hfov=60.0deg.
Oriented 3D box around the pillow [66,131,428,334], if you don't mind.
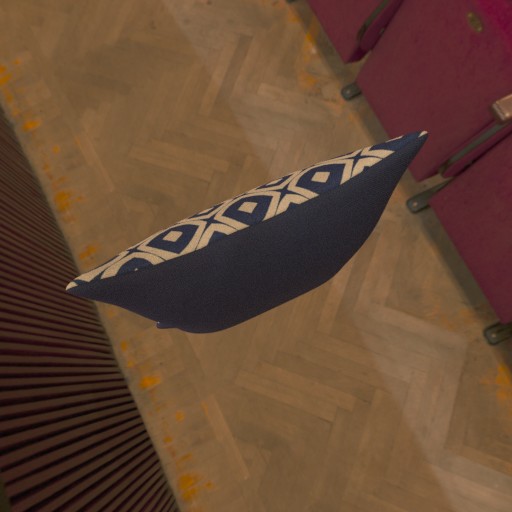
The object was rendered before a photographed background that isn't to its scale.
[{"bbox_3d":[0.000,0.000,0.796,0.504,0.494,0.188,-24,77,-6],"label":"pillow"}]
